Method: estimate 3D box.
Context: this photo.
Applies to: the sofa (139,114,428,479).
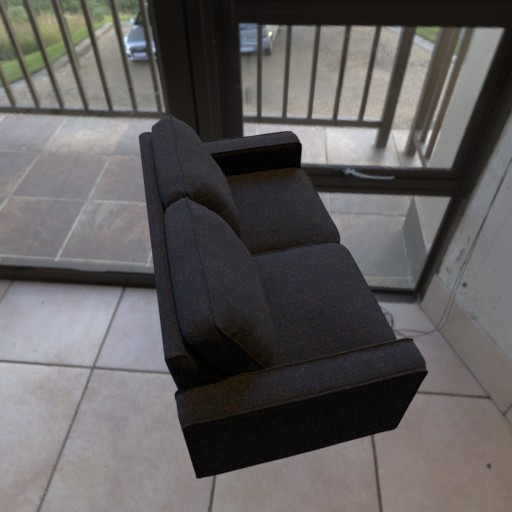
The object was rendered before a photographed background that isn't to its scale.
[{"bbox_3d":[0.000,0.000,2.213,0.947,0.918,1.709,-10,47,-9],"label":"sofa"}]
